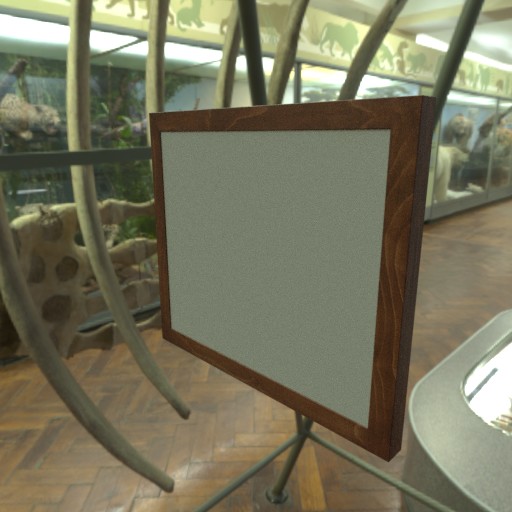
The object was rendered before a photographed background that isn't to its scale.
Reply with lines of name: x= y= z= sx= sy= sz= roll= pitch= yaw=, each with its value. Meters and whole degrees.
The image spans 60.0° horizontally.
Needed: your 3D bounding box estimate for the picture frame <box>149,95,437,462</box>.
picture frame: x=0.000 y=0.000 z=0.517 sx=0.381 sy=0.330 sz=0.025 roll=15 pitch=21 yaw=43
